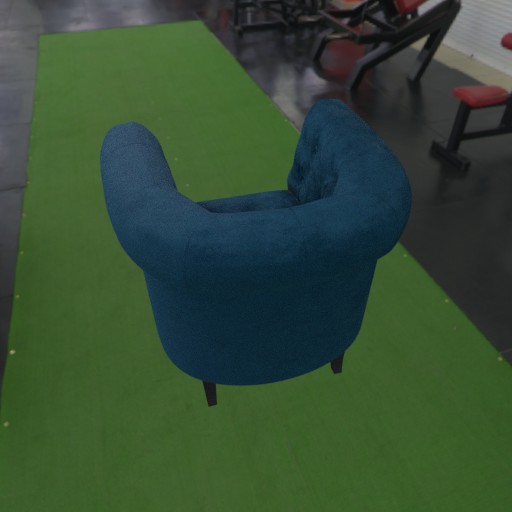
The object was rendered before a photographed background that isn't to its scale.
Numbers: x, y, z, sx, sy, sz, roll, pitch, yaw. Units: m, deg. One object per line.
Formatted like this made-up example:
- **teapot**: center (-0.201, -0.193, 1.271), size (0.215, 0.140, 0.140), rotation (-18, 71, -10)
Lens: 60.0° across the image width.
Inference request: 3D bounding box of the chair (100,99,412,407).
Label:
- **chair**: center (0.000, 0.000, 1.556), size (0.904, 0.826, 0.851), rotation (-11, 43, -12)
